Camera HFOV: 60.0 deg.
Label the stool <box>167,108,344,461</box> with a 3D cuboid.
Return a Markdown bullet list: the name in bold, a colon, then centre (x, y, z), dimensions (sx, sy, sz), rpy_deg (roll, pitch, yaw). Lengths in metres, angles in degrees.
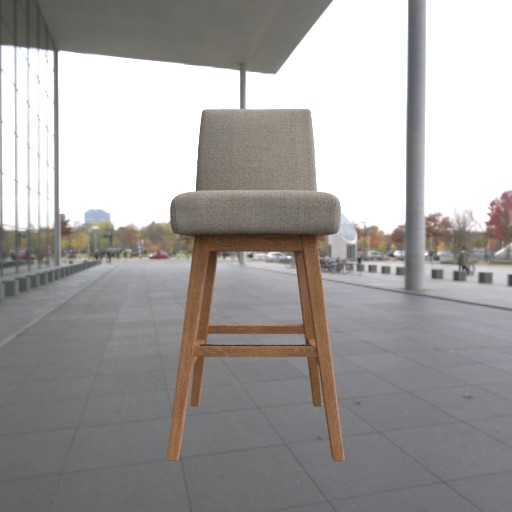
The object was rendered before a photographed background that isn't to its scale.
- **stool**: centre (0.000, 0.000, 1.440), dimensions (0.483, 1.106, 0.569), rpy_deg (0, 1, 0)
